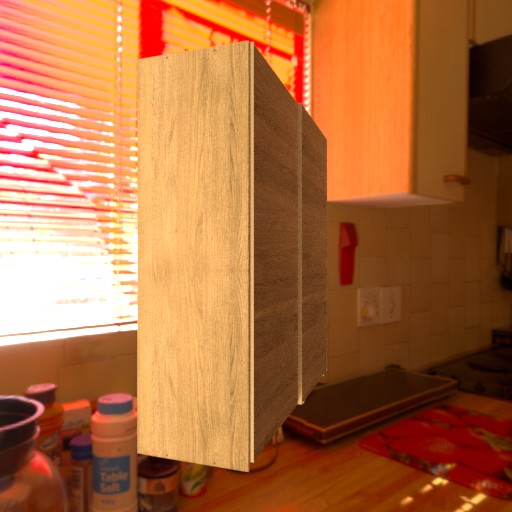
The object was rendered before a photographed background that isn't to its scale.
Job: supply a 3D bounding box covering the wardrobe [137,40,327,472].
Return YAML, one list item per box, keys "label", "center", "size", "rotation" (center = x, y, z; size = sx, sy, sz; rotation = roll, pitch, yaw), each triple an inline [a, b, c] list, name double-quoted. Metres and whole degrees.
- label: "wardrobe"
  center: [0.000, 0.000, 2.936]
  size: [0.629, 1.960, 1.780]
  rotation: [0, 0, 19]
